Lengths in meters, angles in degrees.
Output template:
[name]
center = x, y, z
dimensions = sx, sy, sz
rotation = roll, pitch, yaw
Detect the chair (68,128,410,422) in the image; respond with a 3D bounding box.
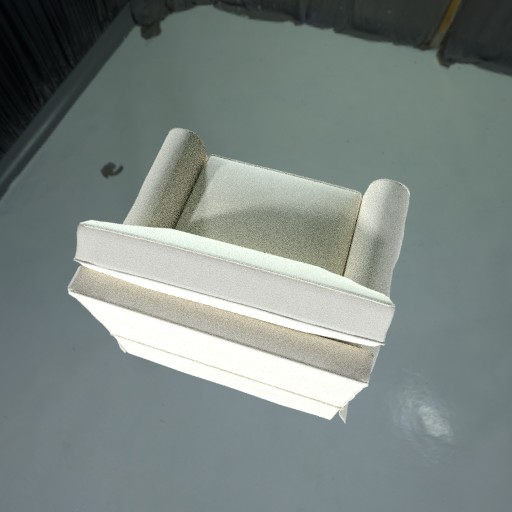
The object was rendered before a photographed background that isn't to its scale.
[chair]
center = 0.000, 0.000, 1.797
dimensions = 1.099, 0.958, 0.904
rotation = 16, 64, 8
